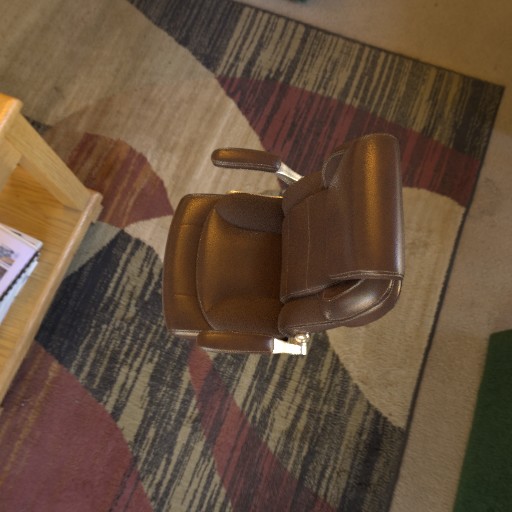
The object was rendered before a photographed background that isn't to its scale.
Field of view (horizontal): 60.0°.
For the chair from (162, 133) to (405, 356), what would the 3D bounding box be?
[{"bbox_3d":[0.000,0.000,1.653,0.774,1.160,0.733,3,74,1],"label":"chair"}]
